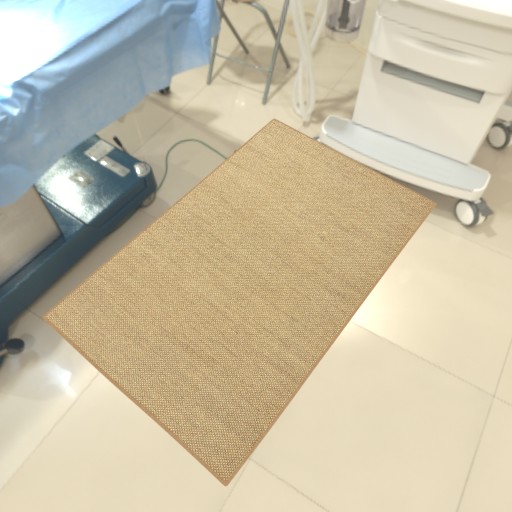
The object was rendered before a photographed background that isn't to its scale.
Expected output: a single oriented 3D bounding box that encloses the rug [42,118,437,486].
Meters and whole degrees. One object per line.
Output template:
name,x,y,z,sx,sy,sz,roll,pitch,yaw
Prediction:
rug,0.000,0.000,2.103,1.061,0.012,1.668,34,63,20
